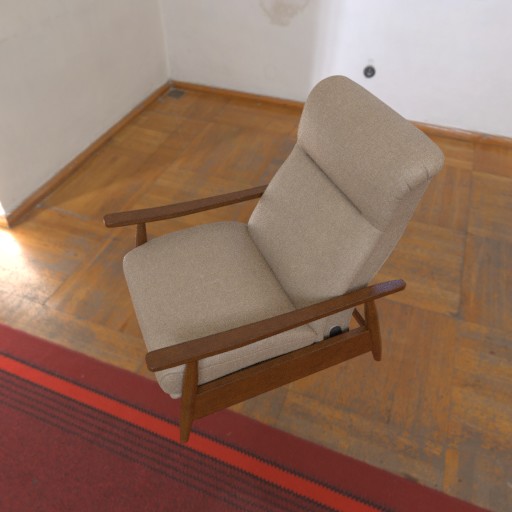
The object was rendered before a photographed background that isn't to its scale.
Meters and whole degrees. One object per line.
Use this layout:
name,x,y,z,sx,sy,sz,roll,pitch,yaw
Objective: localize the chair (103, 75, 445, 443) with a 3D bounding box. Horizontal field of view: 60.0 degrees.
chair,0.000,0.000,1.762,1.030,1.082,0.762,-17,49,-16
